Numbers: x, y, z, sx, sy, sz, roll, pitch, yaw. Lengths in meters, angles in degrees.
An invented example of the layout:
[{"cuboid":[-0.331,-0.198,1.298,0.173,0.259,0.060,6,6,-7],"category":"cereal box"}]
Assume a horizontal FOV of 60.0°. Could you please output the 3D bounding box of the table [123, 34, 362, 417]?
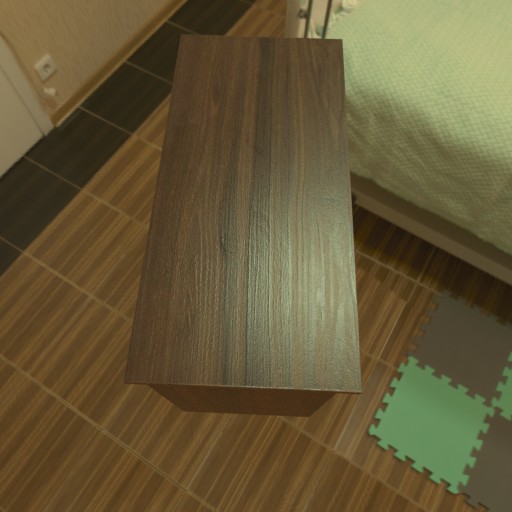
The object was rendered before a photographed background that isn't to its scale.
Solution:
[{"cuboid":[0.000,0.000,1.202,0.390,0.725,0.802,2,65,1],"category":"table"}]
